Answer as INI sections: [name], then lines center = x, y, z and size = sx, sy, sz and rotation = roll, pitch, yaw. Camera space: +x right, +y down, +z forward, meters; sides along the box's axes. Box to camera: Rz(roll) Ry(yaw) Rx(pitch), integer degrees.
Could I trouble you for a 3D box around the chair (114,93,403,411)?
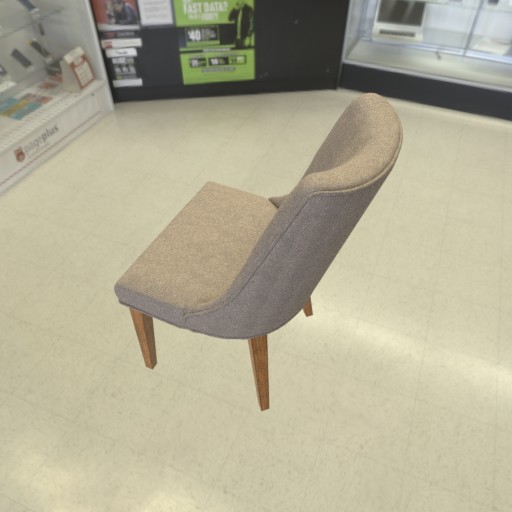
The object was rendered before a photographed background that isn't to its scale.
[chair]
center = 0.000, 0.000, 1.300
size = 0.636, 0.916, 0.548
rotation = 18, 48, 17
